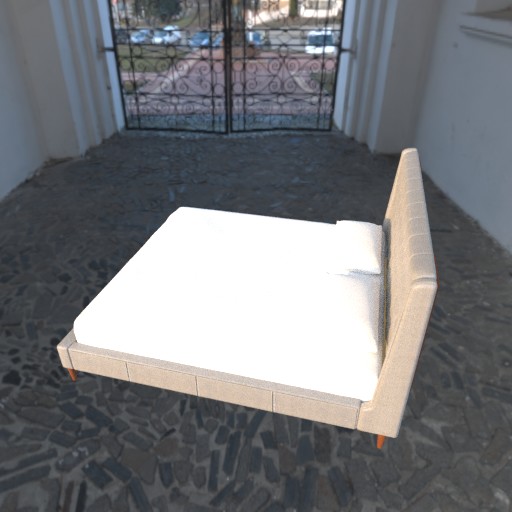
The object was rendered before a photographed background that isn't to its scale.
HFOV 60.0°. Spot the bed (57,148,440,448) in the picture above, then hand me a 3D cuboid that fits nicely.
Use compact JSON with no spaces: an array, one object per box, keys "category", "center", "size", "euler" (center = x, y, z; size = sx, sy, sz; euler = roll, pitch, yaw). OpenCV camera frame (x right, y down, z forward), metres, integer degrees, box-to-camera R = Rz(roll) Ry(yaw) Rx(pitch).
[{"category":"bed","center":[0.000,0.000,3.502],"size":[2.342,1.289,2.062],"euler":[8,33,12]}]
